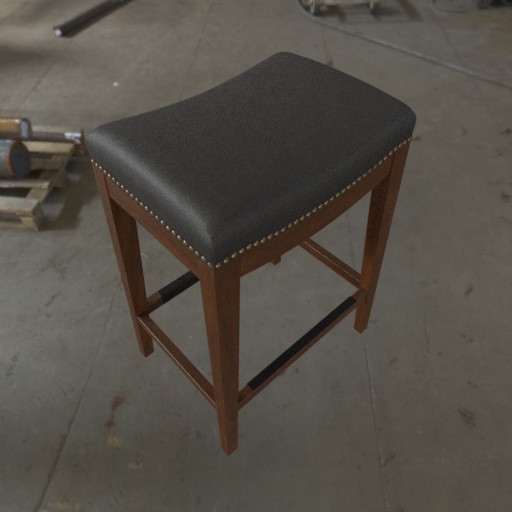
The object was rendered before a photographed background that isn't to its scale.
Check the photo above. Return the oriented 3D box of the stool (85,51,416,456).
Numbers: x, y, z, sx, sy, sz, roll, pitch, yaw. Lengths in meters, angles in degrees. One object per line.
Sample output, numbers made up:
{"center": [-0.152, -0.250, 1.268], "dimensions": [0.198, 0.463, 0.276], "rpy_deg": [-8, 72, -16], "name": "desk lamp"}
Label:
{"center": [0.000, 0.000, 0.930], "dimensions": [0.490, 0.664, 0.353], "rpy_deg": [-34, 56, -27], "name": "stool"}
